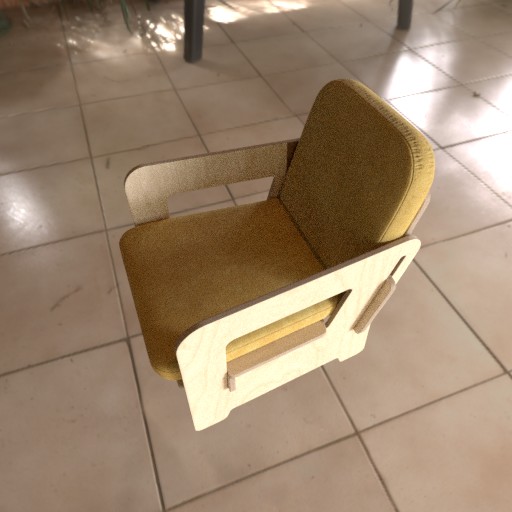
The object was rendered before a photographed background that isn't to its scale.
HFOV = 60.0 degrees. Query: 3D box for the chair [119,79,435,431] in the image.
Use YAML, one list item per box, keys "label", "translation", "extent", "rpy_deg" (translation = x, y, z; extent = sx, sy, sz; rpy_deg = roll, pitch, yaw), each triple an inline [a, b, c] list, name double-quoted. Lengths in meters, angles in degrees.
- label: "chair"
  translation: [0.000, 0.000, 1.256]
  extent: [0.710, 0.800, 0.590]
  rpy_deg: [-16, 50, -15]
